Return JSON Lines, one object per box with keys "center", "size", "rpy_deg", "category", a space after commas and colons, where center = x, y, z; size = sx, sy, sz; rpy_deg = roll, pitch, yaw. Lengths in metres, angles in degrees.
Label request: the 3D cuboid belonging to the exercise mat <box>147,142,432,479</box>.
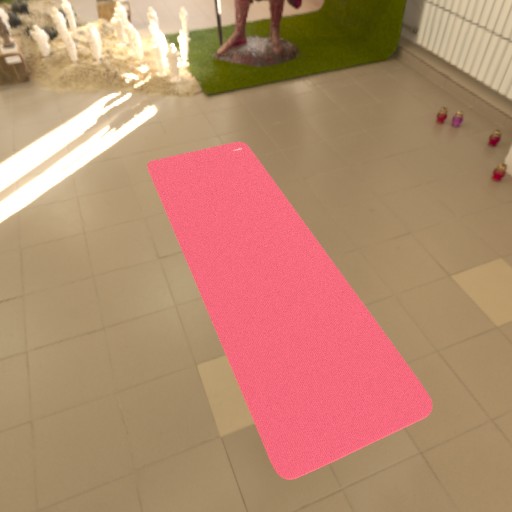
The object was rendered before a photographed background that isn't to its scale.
{"center": [0.000, 0.000, 2.068], "size": [0.616, 0.021, 1.884], "rpy_deg": [-17, 49, -15], "category": "exercise mat"}
